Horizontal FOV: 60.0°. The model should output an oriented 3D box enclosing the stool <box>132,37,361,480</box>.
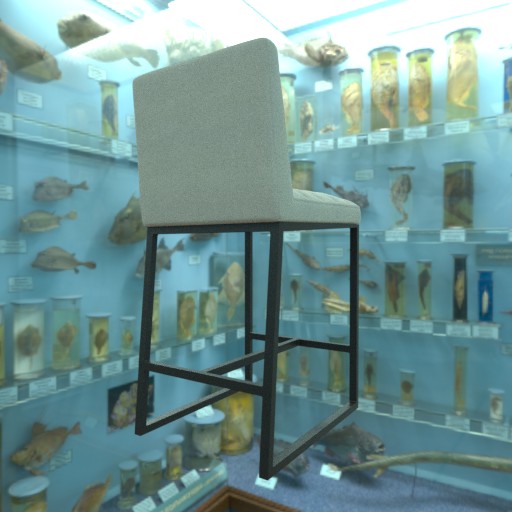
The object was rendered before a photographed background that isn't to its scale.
[{"bbox_3d":[0.000,0.000,1.308,0.459,0.971,0.567,1,1,34],"label":"stool"}]
